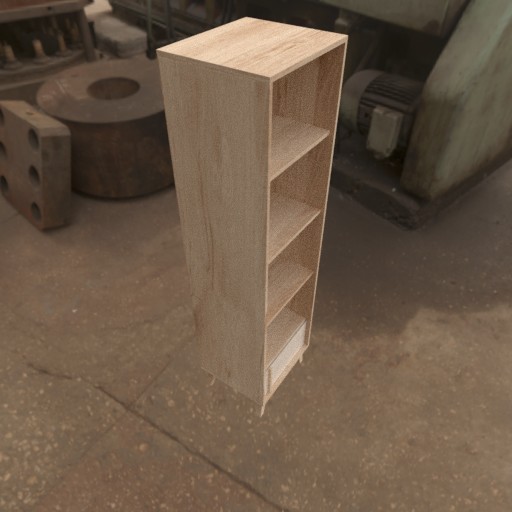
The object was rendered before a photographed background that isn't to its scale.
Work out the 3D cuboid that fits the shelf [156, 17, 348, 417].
[{"bbox_3d":[0.000,0.000,2.172,0.450,1.960,0.510,25,47,25],"label":"shelf"}]
